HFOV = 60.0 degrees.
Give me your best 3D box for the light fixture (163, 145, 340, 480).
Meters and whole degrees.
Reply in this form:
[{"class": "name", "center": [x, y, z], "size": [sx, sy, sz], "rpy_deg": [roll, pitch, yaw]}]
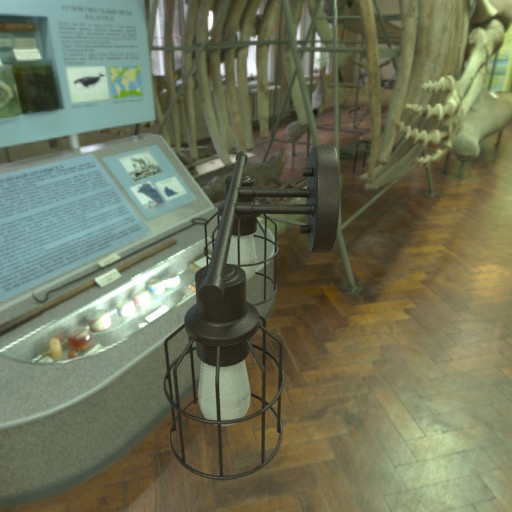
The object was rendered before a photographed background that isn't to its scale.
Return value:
[{"class": "light fixture", "center": [0.000, 0.000, 0.518], "size": [0.165, 0.254, 0.406], "rpy_deg": [1, 26, 1]}]
